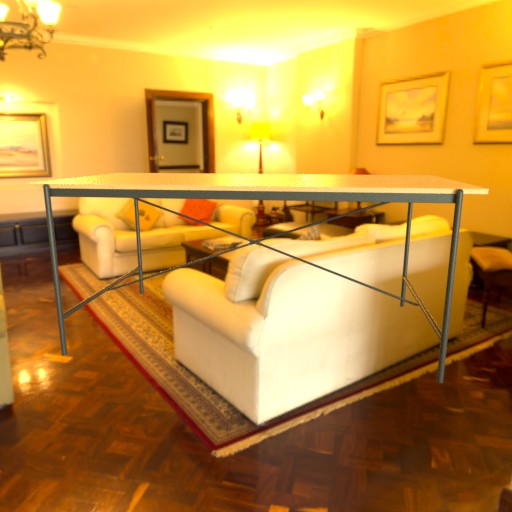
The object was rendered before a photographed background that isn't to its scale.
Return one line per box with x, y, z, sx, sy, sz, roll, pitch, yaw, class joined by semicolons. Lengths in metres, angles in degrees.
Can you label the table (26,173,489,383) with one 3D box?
0.000;0.000;2.204;1.800;0.758;0.900;2;14;8;table
